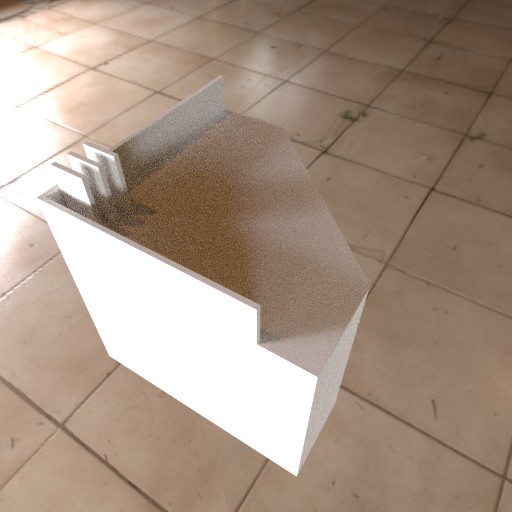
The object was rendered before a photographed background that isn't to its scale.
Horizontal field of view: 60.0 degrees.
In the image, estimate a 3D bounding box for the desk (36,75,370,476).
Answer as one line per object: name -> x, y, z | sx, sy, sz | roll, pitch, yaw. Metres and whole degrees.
desk -> 0.000, 0.000, 1.707 | 0.940, 0.986, 0.940 | 25, 52, 21
